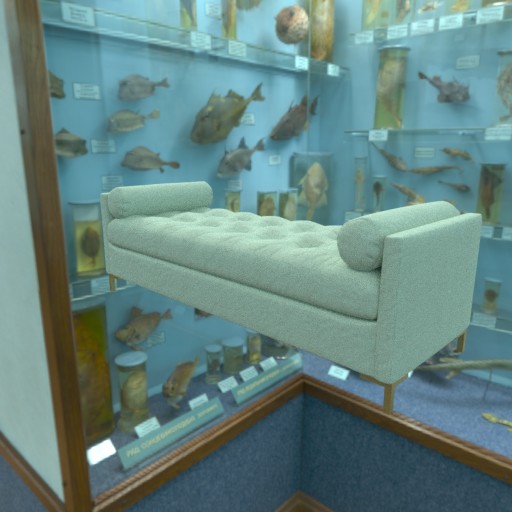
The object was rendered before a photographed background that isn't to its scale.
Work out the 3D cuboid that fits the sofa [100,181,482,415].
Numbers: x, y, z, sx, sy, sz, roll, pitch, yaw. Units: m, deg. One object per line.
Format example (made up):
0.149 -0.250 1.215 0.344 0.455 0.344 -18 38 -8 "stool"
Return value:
0.000 0.000 2.473 2.102 0.705 0.796 13 19 43 "sofa"
